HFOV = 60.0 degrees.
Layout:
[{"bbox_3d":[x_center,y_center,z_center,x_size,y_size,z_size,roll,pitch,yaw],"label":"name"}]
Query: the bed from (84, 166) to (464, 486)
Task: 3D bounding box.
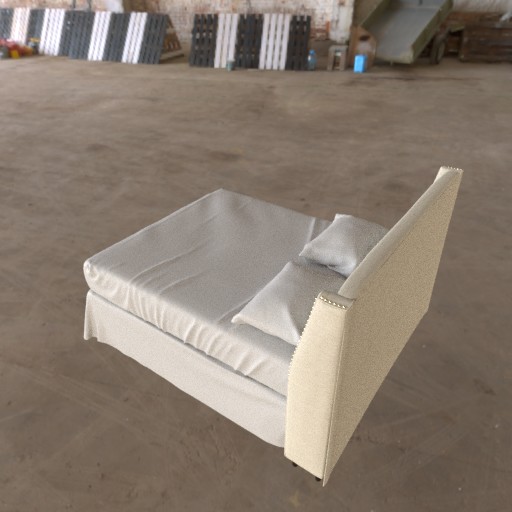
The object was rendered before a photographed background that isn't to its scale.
[{"bbox_3d":[0.000,0.000,3.352,2.276,1.332,1.925,21,38,29],"label":"bed"}]
